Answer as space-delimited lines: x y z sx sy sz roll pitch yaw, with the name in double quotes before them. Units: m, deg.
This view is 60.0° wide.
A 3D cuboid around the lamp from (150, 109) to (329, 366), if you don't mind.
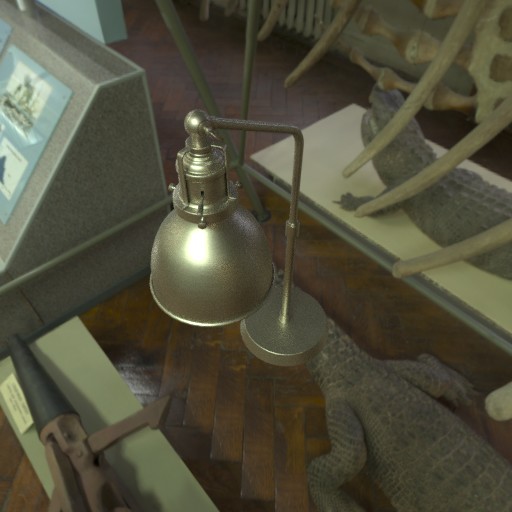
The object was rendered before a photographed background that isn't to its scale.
"lamp" 0.000 0.000 0.573 0.286 0.456 0.153 -33 55 -27
